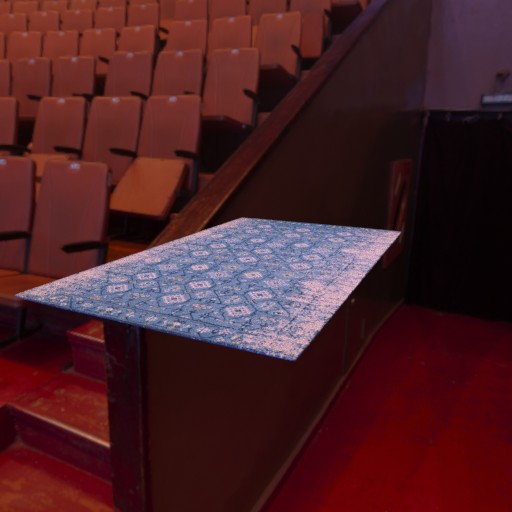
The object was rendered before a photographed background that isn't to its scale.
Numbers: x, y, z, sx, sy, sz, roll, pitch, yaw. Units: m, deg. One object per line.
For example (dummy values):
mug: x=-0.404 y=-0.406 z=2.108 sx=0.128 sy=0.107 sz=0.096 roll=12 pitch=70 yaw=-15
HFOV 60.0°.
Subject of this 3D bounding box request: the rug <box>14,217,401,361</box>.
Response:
rug: x=0.000 y=0.000 z=2.153 sx=1.102 sy=0.008 sz=1.795 roll=7 pitch=17 yaw=25
